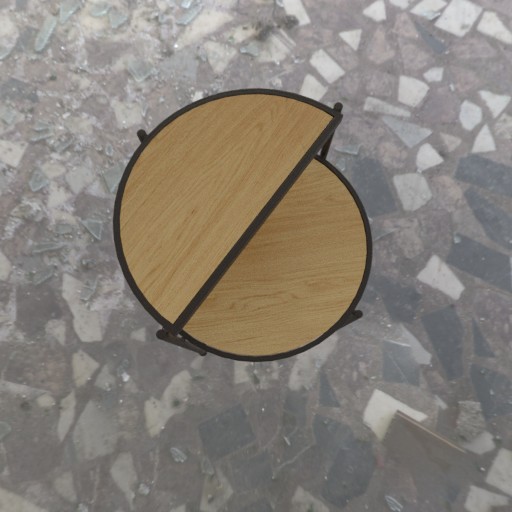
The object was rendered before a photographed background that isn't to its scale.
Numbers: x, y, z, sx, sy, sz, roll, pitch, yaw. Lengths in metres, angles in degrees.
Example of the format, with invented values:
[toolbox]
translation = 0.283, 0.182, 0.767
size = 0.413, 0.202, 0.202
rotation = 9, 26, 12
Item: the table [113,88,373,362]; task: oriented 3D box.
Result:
[table]
translation = 0.000, 0.000, 1.217
size = 0.628, 0.684, 0.629
rotation = 35, 78, 9
